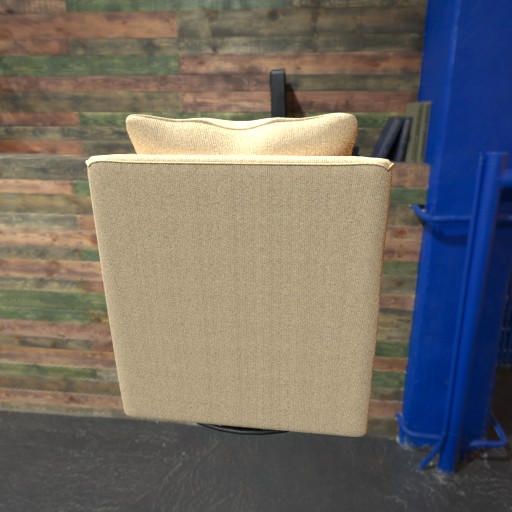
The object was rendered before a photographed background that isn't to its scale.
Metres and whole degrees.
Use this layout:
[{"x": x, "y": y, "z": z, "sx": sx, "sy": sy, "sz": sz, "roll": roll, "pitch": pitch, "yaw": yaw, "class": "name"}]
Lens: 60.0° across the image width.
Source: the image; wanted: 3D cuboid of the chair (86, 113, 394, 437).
[{"x": 0.000, "y": 0.000, "z": 1.542, "sx": 0.760, "sy": 0.927, "sz": 0.876, "roll": 2, "pitch": 16, "yaw": 7, "class": "chair"}]
